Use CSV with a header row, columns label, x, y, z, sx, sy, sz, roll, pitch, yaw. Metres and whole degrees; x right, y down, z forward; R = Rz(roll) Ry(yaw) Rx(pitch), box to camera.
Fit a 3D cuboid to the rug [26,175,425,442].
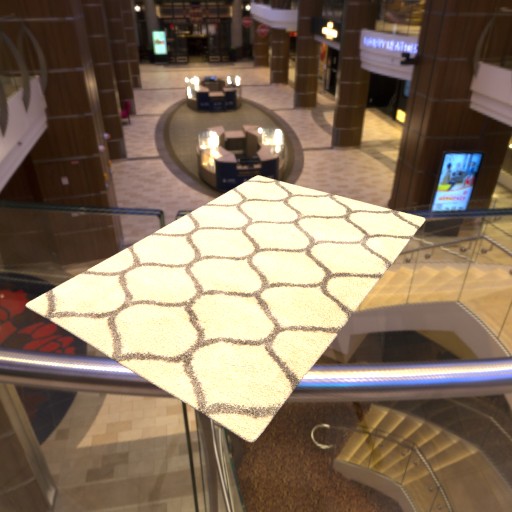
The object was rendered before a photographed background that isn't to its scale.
label,x,y,z,sx,sy,sz,roll,pitch,yaw
rug,0.000,0.000,3.393,1.801,0.026,2.701,20,37,28
